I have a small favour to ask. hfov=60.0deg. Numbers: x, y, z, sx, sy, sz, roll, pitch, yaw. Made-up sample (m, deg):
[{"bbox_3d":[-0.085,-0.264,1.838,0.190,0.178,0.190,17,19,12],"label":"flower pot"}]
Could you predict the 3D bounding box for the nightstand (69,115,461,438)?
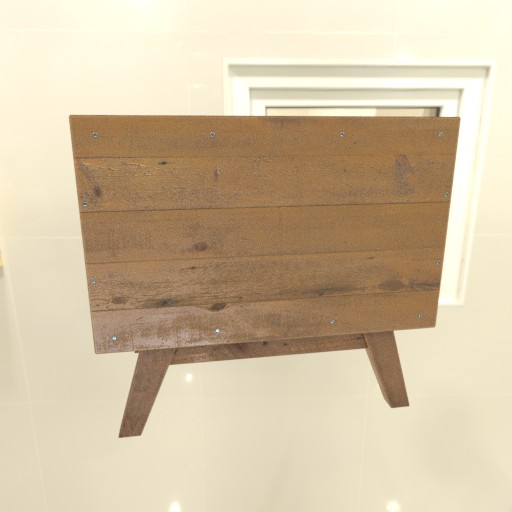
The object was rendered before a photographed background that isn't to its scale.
[{"bbox_3d":[0.000,0.000,1.014,0.650,0.599,0.450,-3,16,-9],"label":"nightstand"}]
